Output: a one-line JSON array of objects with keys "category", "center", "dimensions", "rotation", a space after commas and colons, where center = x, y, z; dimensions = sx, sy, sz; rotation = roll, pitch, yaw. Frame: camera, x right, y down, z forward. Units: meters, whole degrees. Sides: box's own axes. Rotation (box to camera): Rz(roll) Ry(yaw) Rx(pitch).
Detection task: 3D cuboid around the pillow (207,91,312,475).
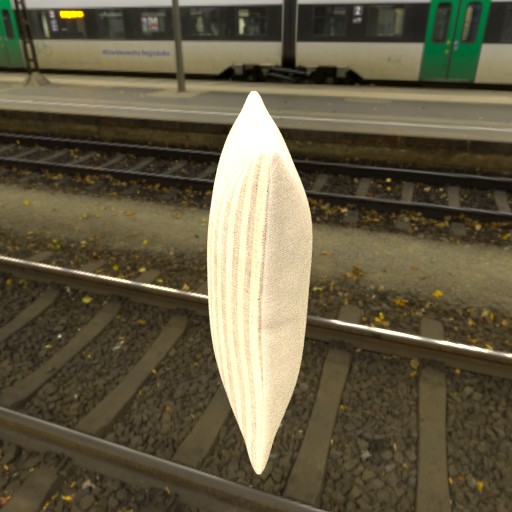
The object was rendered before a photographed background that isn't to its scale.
[{"category": "pillow", "center": [0.000, 0.000, 0.808], "dimensions": [0.166, 0.510, 0.523], "rotation": [-1, 27, -2]}]
